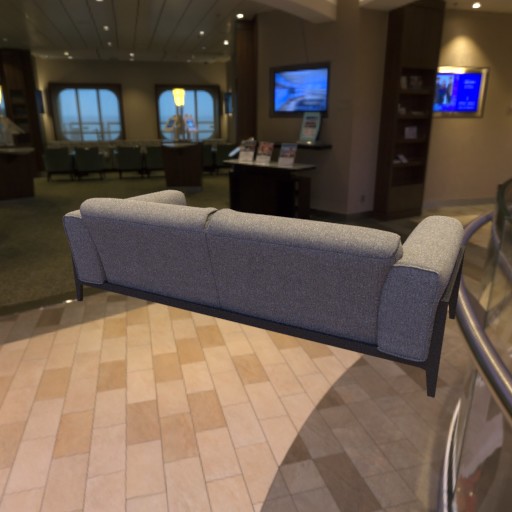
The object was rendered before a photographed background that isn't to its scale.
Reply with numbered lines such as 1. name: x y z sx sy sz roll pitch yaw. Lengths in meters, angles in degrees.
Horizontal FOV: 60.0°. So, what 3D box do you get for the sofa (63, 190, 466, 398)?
1. sofa: 0.000 0.000 2.558 2.125 0.703 0.985 9 20 27
